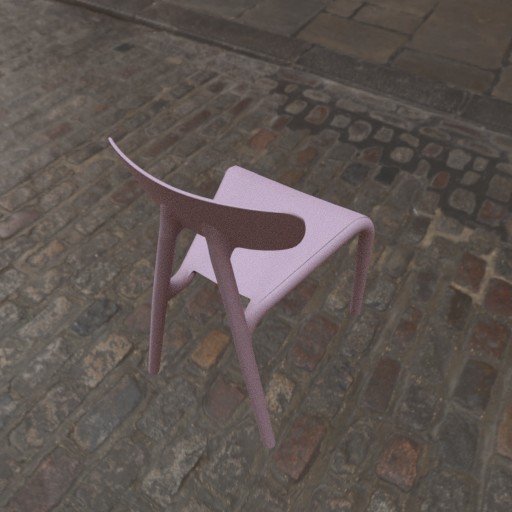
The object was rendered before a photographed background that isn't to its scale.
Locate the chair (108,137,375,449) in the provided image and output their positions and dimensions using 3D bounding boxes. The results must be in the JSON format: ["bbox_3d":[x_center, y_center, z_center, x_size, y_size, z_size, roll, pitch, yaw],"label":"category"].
[{"bbox_3d":[0.000,0.000,0.817,0.356,0.580,0.401,25,53,20],"label":"chair"}]
